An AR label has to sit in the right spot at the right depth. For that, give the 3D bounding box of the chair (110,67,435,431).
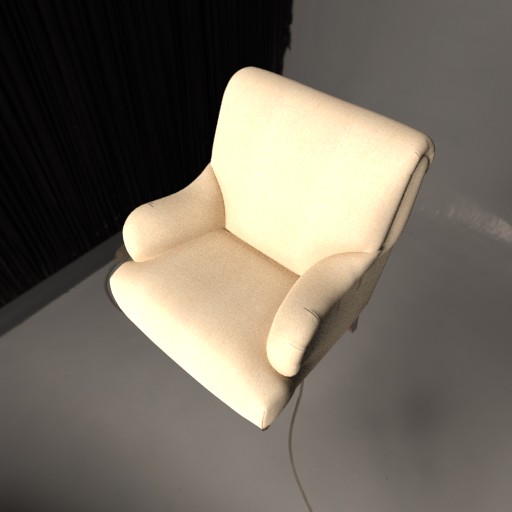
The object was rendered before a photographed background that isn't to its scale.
[{"bbox_3d":[0.000,0.000,1.568,0.766,0.944,0.842,33,55,26],"label":"chair"}]
